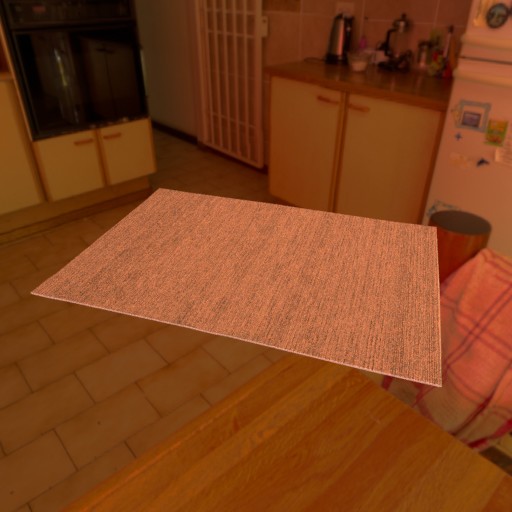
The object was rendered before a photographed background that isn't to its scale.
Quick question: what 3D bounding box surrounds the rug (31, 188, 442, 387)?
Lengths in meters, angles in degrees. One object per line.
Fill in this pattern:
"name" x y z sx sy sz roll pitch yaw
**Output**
"rug" 0.000 0.000 2.992 2.338 0.030 1.616 10 34 15
